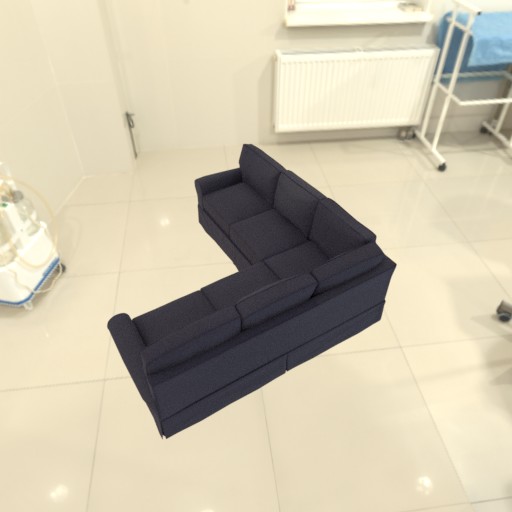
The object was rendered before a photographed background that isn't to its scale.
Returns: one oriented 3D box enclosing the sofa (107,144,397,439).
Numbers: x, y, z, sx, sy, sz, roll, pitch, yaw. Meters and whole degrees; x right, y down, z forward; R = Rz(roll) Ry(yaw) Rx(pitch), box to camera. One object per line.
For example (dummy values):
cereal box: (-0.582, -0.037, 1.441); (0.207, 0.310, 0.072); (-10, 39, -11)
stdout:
sofa: (0.000, 0.000, 5.088); (2.874, 1.169, 3.773); (0, 43, 0)
